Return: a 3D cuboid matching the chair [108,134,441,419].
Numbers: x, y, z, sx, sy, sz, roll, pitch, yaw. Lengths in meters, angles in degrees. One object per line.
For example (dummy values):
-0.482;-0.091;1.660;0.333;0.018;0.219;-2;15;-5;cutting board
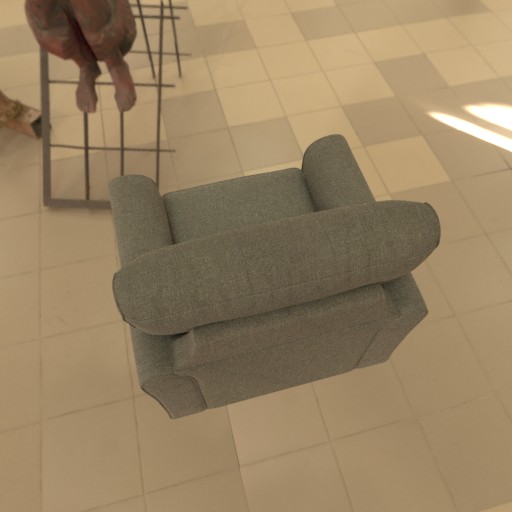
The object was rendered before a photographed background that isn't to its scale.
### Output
0.000;0.000;1.612;0.941;0.890;0.816;-13;59;-8;chair
